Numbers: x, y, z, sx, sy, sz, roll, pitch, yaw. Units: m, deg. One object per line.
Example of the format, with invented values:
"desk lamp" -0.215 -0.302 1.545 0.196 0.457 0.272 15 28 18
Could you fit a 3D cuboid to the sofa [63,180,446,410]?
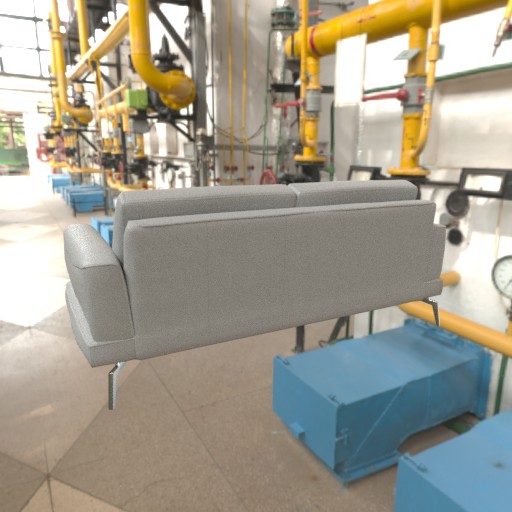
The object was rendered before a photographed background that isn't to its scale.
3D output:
"sofa" 0.000 0.000 2.730 2.177 0.930 1.121 -7 15 -27
